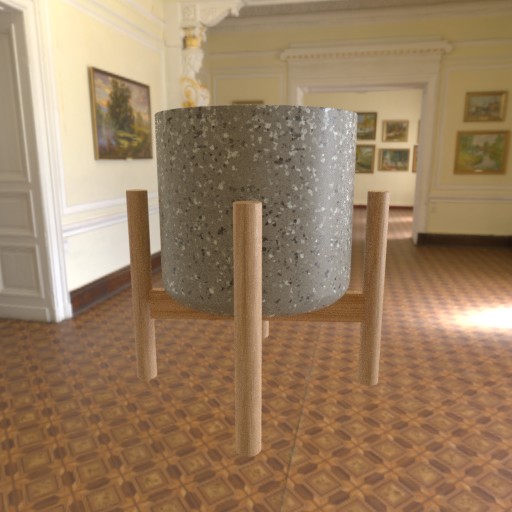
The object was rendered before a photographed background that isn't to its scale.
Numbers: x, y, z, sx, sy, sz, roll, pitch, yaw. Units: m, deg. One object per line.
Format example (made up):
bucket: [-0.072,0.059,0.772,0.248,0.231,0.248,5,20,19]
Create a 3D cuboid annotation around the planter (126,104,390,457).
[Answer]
planter: [0.000,0.000,0.531,0.284,0.320,0.284,6,14,25]
